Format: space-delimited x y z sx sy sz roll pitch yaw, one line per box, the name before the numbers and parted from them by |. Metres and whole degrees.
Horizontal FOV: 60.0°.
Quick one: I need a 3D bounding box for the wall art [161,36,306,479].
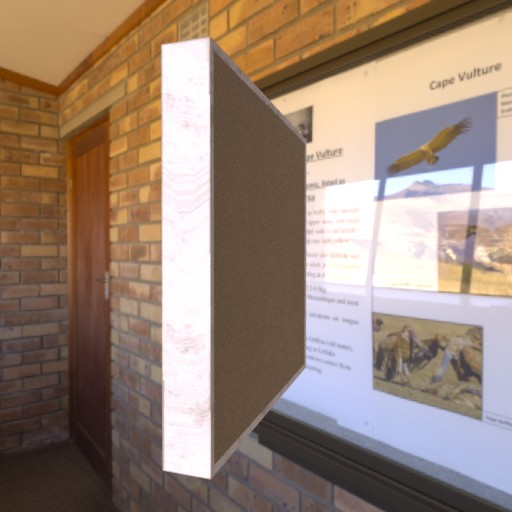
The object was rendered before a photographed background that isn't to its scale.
wall art | 0.000 0.000 0.453 0.038 0.303 0.305 0 1 19
